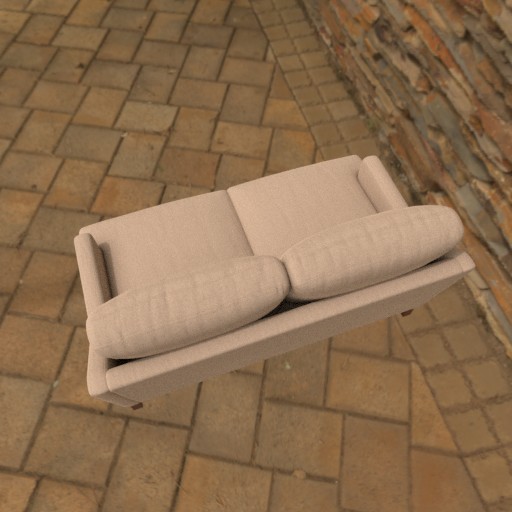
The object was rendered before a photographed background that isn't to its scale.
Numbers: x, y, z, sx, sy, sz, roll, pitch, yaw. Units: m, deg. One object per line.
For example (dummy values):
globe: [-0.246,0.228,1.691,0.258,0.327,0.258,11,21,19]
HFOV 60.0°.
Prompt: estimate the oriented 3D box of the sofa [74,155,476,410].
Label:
sofa: [0.000,0.000,2.143,1.619,0.910,1.004,-17,59,-10]
